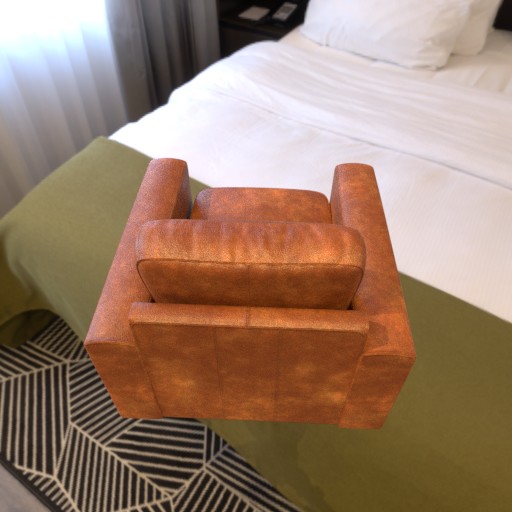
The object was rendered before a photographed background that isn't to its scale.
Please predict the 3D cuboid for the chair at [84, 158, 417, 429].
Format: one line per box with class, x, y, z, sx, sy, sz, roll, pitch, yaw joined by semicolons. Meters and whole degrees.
chair;0.000;0.000;1.748;1.005;0.873;1.016;2;47;2
